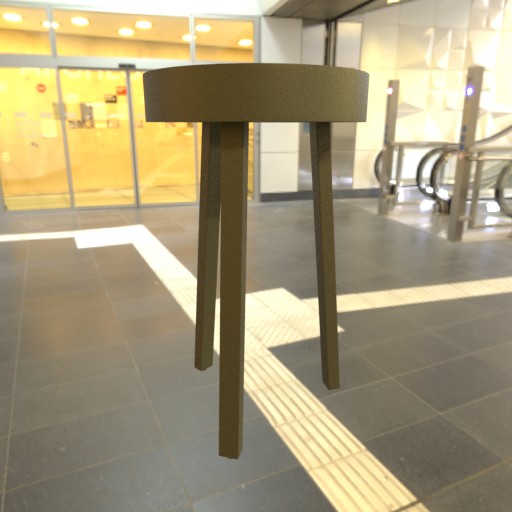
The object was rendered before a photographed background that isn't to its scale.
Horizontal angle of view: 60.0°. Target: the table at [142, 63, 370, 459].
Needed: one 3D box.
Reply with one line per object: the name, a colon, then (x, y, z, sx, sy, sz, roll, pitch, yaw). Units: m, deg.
table: (0.000, 0.000, 0.914, 0.406, 0.686, 0.406, -16, 23, -42)
